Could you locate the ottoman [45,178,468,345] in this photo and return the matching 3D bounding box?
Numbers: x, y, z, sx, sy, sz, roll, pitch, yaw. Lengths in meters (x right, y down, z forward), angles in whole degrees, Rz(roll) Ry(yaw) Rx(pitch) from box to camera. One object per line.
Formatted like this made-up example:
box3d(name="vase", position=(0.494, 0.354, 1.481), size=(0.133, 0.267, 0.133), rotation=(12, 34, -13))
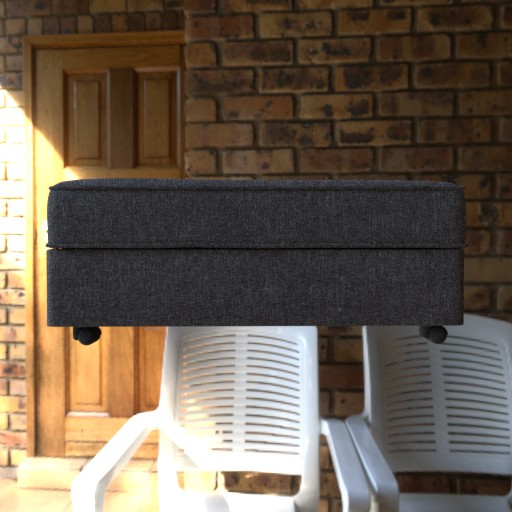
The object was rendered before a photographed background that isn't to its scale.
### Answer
box3d(name="ottoman", position=(0.000, 0.000, 1.560), size=(1.184, 0.487, 0.717), rotation=(0, 1, -1))
